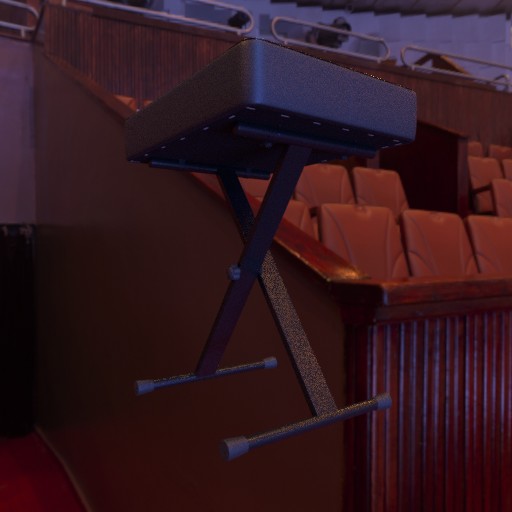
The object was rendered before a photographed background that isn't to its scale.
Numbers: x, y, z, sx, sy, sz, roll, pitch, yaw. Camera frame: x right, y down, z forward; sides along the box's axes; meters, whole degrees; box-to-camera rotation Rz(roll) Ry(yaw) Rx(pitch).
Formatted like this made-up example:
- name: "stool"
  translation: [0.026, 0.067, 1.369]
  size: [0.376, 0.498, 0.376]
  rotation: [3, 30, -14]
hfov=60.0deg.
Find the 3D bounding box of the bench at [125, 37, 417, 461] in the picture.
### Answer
- name: "bench"
  translation: [0.000, 0.000, 0.757]
  size: [0.321, 0.500, 0.424]
  rotation: [-1, 1, -36]
